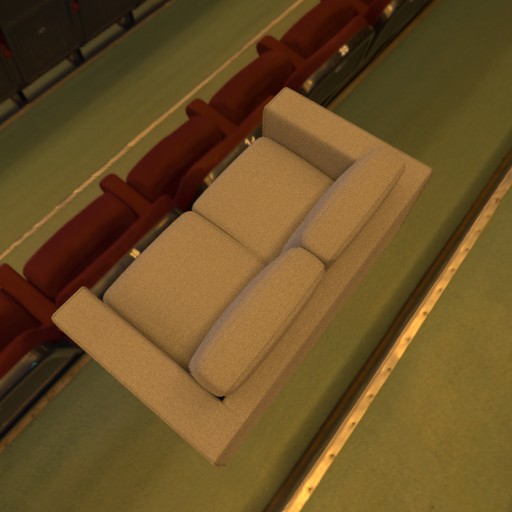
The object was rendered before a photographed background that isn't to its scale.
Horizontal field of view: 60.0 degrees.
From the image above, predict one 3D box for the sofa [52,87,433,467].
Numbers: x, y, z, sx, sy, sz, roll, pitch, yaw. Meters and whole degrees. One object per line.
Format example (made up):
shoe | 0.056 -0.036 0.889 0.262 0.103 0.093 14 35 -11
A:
sofa | 0.000 0.000 2.374 1.007 0.924 1.812 35 69 15
